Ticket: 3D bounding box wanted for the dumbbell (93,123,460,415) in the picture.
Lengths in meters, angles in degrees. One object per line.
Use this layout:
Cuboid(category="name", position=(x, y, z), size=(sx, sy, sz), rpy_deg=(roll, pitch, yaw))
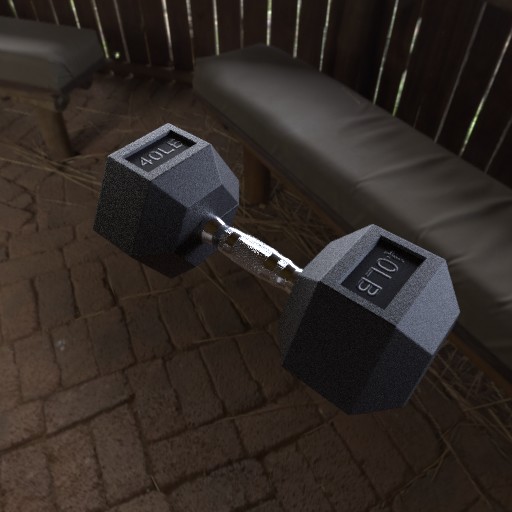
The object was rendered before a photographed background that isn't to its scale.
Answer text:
Cuboid(category="dumbbell", position=(0.000, 0.000, 0.431), size=(0.361, 0.137, 0.157), rpy_deg=(31, 54, 26))
